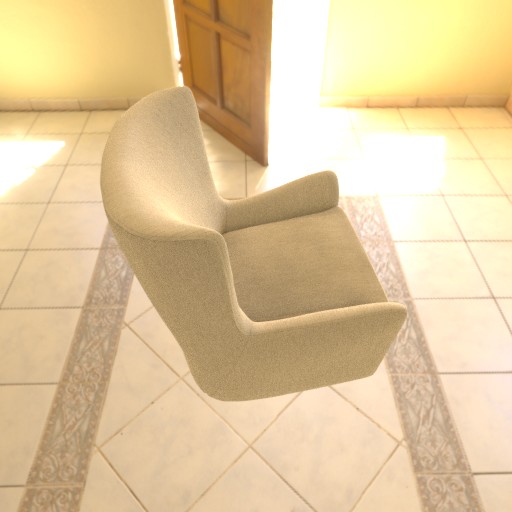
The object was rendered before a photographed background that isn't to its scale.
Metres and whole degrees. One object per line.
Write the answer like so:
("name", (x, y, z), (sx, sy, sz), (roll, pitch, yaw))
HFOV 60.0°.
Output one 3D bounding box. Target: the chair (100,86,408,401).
("chair", (0.000, 0.000, 1.651), (0.904, 1.000, 0.779), (-8, 47, -7))
